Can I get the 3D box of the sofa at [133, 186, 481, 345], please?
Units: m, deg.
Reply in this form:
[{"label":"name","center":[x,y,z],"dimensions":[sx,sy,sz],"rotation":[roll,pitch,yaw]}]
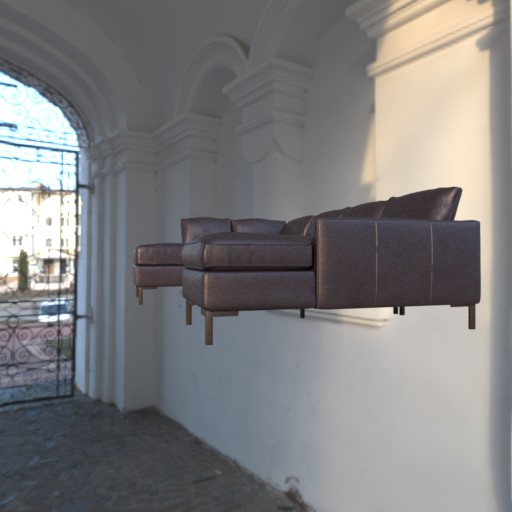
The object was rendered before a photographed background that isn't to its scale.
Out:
[{"label":"sofa","center":[0.000,0.000,3.777],"dimensions":[1.939,0.900,2.956],"rotation":[0,0,-17]}]
